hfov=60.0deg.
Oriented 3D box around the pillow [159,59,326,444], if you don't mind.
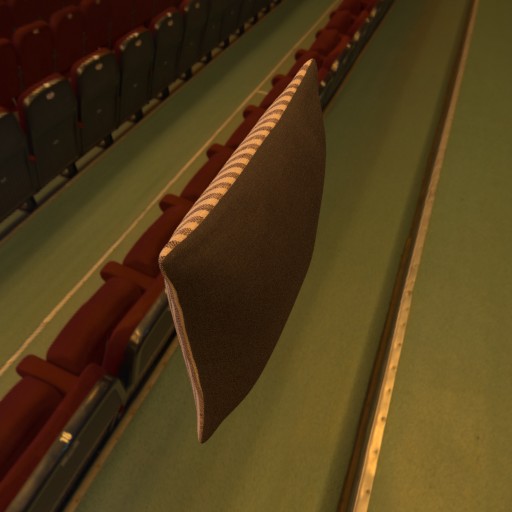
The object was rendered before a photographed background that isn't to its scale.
[{"bbox_3d":[0.000,0.000,0.789,0.166,0.506,0.523,16,49,15],"label":"pillow"}]
